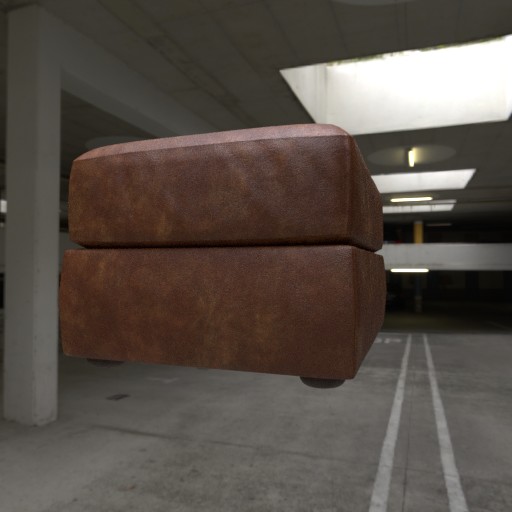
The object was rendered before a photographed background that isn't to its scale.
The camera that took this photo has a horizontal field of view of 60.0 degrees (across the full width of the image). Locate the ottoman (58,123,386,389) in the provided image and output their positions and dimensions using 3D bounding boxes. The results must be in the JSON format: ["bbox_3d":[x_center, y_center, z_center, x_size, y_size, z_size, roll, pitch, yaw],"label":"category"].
[{"bbox_3d":[0.000,0.000,1.137,0.603,0.476,0.751,0,-1,20],"label":"ottoman"}]
